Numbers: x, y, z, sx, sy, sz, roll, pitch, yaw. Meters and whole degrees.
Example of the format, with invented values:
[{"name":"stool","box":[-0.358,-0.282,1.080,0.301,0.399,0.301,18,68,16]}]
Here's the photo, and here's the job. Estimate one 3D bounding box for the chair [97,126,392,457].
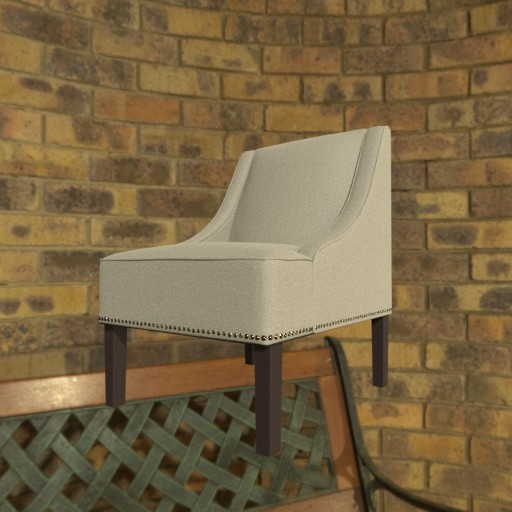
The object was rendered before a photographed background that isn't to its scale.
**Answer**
[{"name":"chair","box":[0.000,0.000,1.366,0.610,0.864,0.737,-1,-1,37]}]
